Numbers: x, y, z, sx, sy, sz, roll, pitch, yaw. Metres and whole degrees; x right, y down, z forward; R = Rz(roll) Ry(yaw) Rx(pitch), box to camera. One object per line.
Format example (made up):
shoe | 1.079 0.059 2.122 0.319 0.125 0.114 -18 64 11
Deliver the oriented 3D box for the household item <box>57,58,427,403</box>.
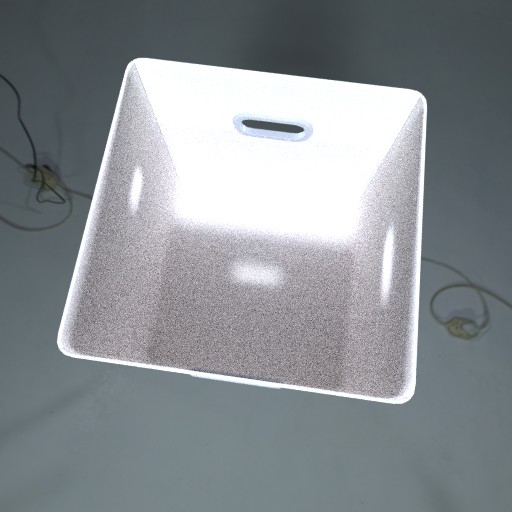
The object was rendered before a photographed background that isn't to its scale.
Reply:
household item | 0.000 0.000 0.552 0.305 0.305 0.305 8 75 2
